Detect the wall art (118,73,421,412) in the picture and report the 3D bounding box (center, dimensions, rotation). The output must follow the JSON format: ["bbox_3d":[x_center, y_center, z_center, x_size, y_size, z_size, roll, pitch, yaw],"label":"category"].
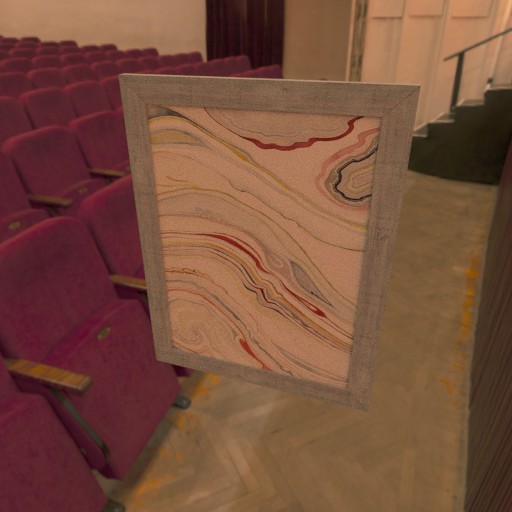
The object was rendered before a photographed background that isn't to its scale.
[{"bbox_3d":[0.000,0.000,0.822,0.481,0.613,0.020,9,29,17],"label":"wall art"}]
